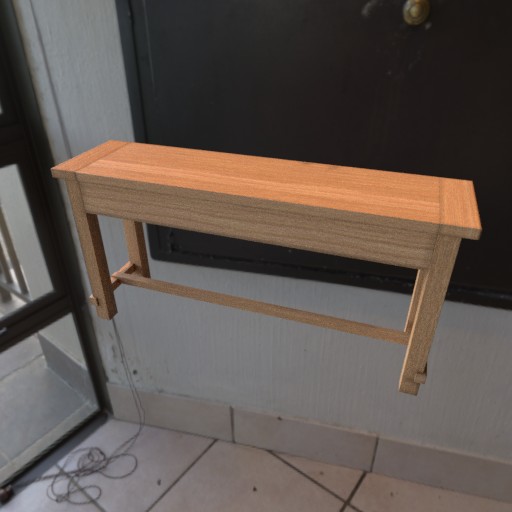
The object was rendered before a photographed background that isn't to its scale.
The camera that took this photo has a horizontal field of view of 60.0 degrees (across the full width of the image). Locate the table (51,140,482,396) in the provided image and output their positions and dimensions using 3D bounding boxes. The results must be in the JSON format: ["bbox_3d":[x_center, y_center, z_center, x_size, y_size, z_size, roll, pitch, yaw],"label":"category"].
[{"bbox_3d":[0.000,0.000,1.936,1.599,0.762,0.442,10,33,16],"label":"table"}]
